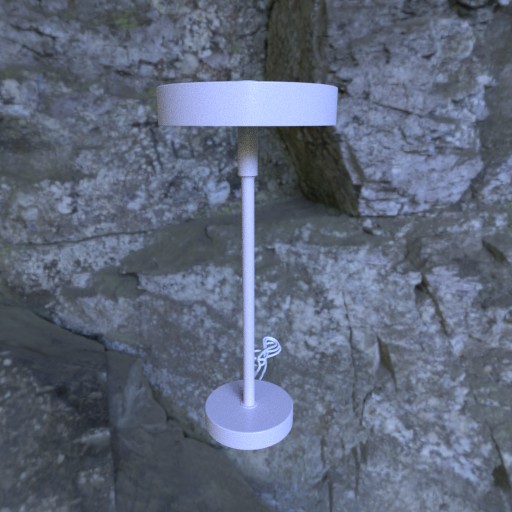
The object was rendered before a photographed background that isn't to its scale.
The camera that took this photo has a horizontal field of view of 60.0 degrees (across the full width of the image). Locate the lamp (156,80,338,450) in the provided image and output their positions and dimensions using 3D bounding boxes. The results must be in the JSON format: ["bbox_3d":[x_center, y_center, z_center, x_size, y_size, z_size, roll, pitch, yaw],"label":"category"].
[{"bbox_3d":[0.000,0.000,0.706,0.229,0.508,0.369,3,17,9],"label":"lamp"}]
